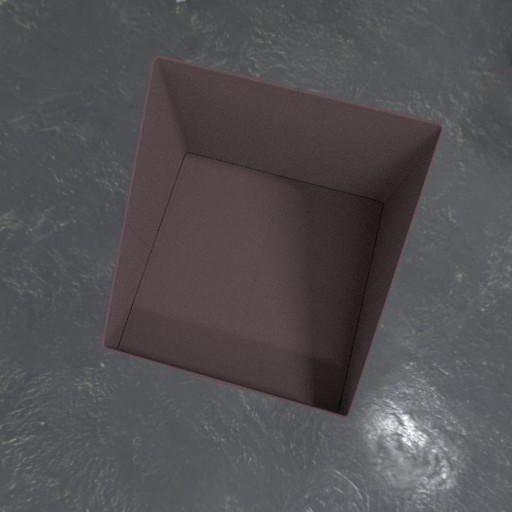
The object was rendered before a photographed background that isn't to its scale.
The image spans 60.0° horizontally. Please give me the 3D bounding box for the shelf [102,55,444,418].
[{"bbox_3d":[0.000,0.000,0.494,0.292,0.210,0.292,15,76,4],"label":"shelf"}]
